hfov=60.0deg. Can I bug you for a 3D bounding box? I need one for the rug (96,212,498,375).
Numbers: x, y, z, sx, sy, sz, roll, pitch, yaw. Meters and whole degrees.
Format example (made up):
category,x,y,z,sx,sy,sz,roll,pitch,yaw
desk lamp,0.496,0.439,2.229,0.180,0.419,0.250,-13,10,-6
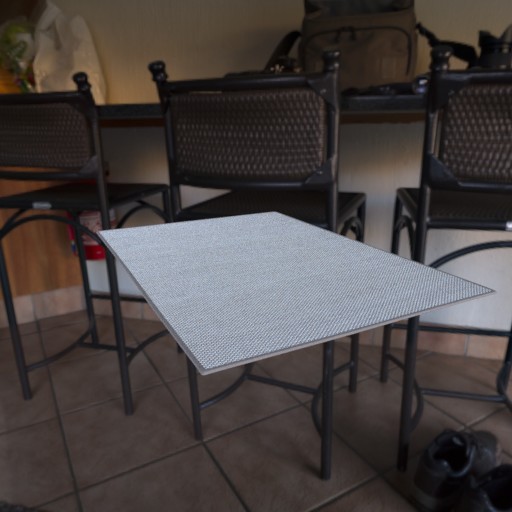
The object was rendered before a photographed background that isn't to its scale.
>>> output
category,x,y,z,sx,sy,sz,roll,pitch,yaw
rug,0.000,0.000,2.668,1.517,0.013,2.115,-9,20,-26
